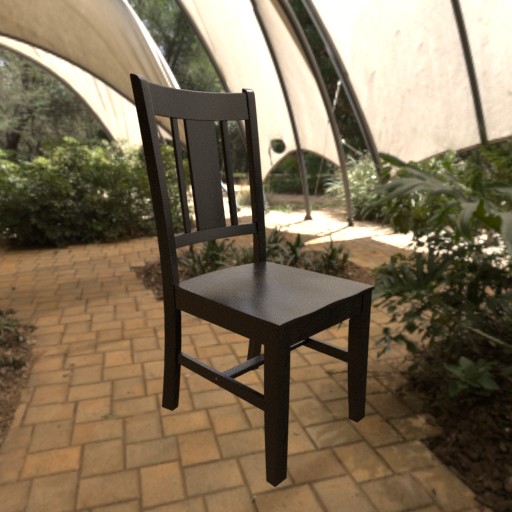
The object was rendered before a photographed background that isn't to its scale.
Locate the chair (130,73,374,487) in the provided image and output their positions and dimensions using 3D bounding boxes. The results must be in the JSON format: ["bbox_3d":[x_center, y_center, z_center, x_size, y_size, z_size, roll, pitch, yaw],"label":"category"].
[{"bbox_3d":[0.000,0.000,1.286,0.555,0.998,0.450,13,19,43],"label":"chair"}]
